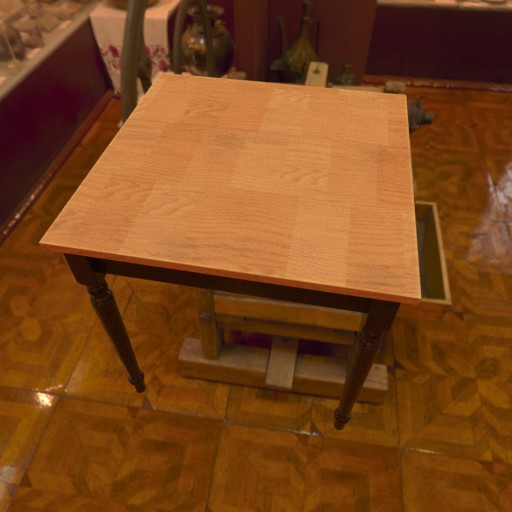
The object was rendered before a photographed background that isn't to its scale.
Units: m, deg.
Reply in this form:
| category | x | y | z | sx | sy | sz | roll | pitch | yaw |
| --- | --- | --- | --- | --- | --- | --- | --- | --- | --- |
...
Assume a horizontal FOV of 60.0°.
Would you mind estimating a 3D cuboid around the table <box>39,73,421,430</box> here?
| category | x | y | z | sx | sy | sz | roll | pitch | yaw |
| --- | --- | --- | --- | --- | --- | --- | --- | --- | --- |
| table | 0.000 | 0.000 | 1.362 | 0.747 | 0.738 | 0.747 | 8 | 48 | 7 |
